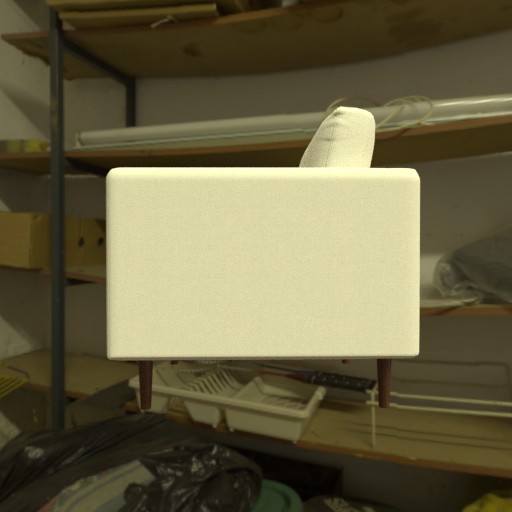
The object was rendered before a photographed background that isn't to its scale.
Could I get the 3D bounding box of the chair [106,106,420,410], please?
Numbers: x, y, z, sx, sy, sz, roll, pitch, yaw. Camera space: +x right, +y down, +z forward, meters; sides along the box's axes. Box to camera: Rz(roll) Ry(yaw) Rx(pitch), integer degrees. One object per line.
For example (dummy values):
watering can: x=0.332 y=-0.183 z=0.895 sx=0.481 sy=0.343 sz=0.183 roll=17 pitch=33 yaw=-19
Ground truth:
chair: x=0.000 y=0.000 z=1.579 sx=0.879 sy=0.899 sz=0.831 roll=0 pitch=1 yaw=-1
